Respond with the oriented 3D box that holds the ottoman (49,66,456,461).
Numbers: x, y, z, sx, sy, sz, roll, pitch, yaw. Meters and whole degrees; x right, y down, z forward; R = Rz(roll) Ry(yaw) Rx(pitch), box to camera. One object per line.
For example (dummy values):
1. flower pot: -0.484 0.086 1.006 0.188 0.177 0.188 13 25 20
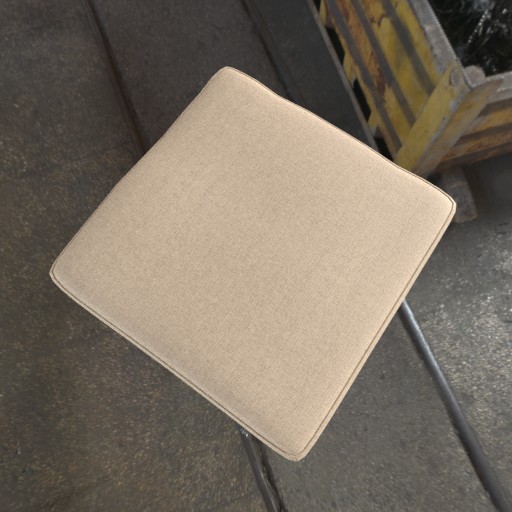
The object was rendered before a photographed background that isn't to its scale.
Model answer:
1. ottoman: 0.000 0.000 1.389 0.838 0.503 0.838 34 76 9
